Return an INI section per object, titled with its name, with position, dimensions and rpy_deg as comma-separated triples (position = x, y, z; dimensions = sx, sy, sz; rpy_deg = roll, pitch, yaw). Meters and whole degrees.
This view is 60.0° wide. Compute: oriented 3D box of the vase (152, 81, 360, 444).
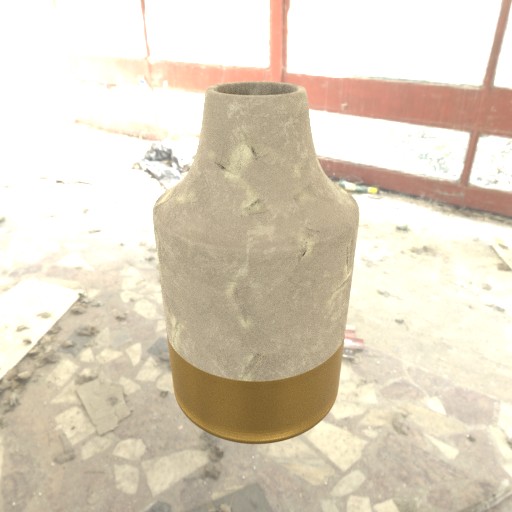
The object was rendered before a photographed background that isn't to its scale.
[vase]
position = 0.000, 0.000, 0.425
dimensions = 0.184, 0.305, 0.184
rpy_deg = 0, 29, 0
